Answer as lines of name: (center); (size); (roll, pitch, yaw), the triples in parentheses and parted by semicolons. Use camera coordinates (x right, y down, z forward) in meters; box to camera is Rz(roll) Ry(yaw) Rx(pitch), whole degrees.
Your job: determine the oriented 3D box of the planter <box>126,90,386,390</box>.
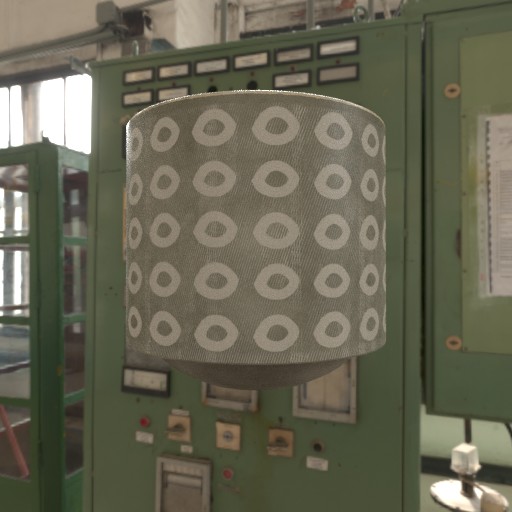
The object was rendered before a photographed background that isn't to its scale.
planter: (0.000, 0.000, 0.338); (0.190, 0.181, 0.190); (0, -1, 0)
